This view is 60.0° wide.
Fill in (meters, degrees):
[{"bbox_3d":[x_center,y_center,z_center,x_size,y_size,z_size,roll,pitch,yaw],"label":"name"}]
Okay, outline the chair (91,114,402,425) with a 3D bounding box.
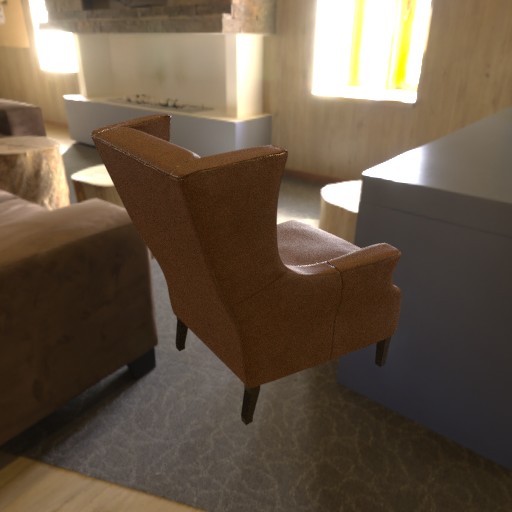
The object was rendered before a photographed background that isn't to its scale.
[{"bbox_3d":[0.000,0.000,1.726,0.925,1.016,0.852,-18,32,-32],"label":"chair"}]
